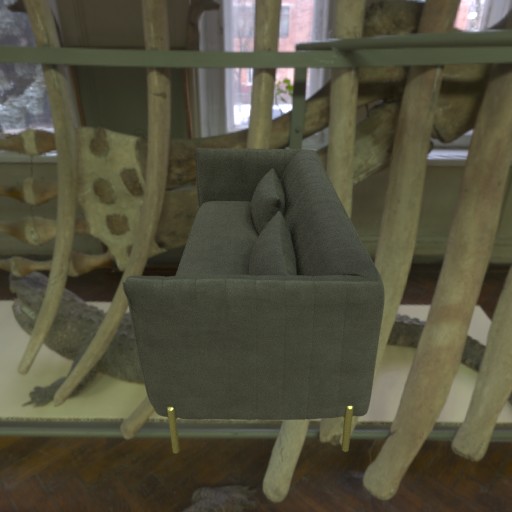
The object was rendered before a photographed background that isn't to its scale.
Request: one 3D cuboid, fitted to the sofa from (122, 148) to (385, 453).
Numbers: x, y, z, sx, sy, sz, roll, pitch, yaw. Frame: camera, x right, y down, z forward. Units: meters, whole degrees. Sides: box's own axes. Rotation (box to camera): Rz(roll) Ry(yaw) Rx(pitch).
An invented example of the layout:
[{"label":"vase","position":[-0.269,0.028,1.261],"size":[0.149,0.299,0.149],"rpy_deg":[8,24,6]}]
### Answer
[{"label":"sofa","position":[0.000,0.000,2.453],"size":[0.876,0.780,1.980],"rpy_deg":[0,26,0]}]
